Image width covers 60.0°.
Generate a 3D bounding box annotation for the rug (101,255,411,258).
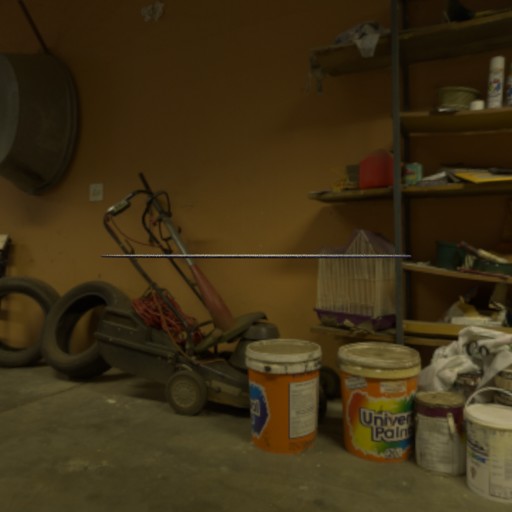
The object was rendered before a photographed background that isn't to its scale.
[{"bbox_3d":[0.000,0.000,2.409,1.591,0.010,1.591,0,0,0],"label":"rug"}]
